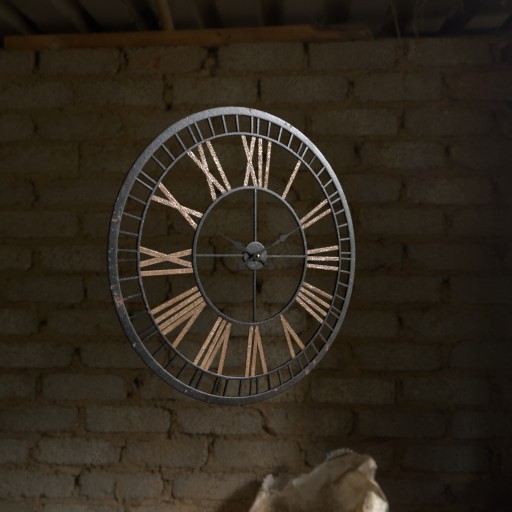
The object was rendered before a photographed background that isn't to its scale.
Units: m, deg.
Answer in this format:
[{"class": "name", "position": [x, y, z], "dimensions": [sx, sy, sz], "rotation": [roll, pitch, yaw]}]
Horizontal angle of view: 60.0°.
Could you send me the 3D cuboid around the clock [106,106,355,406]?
[{"class": "clock", "position": [0.000, 0.000, 1.270], "dimensions": [0.843, 0.843, 0.025], "rotation": [0, 0, -36]}]
